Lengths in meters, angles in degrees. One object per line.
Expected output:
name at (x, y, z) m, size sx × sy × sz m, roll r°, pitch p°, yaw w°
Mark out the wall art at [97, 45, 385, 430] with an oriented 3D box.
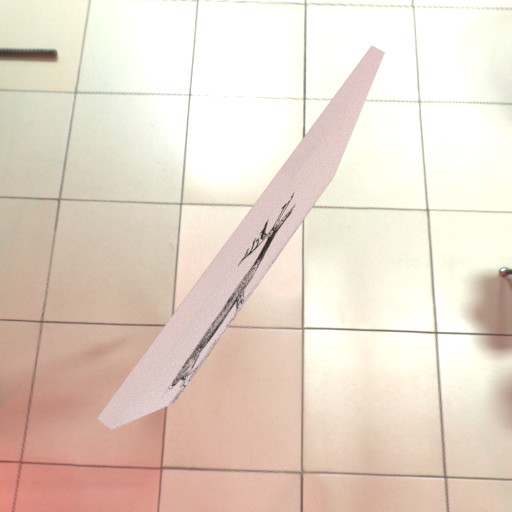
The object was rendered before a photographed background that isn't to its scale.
wall art at (0.000, 0.000, 1.141) m, size 0.033 × 0.617 × 0.906 m, roll 34°, pitch 78°, yaw 8°
